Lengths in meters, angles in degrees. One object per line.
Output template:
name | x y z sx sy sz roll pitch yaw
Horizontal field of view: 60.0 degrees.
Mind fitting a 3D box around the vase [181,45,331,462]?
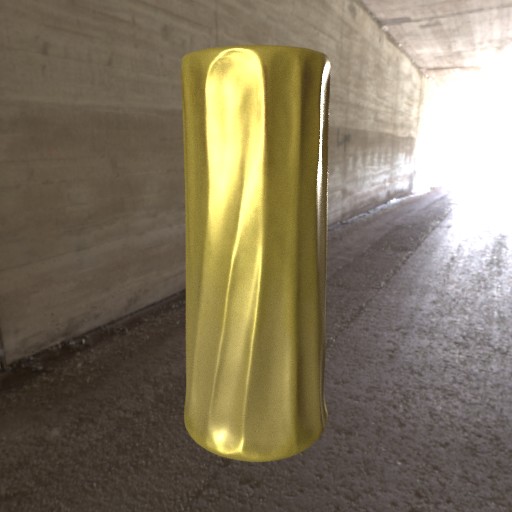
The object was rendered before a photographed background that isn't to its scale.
vase | 0.000 0.000 0.174 0.061 0.143 0.061 0 15 0
